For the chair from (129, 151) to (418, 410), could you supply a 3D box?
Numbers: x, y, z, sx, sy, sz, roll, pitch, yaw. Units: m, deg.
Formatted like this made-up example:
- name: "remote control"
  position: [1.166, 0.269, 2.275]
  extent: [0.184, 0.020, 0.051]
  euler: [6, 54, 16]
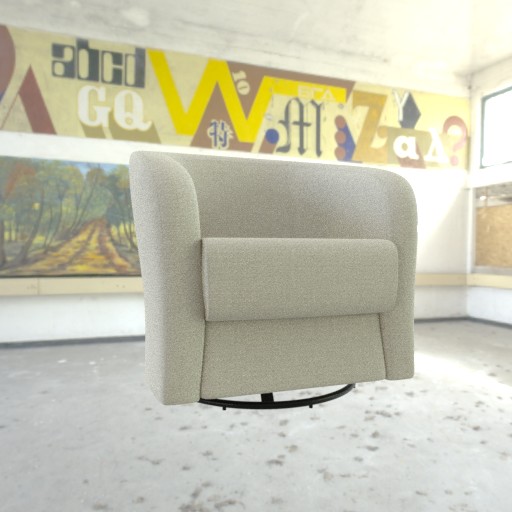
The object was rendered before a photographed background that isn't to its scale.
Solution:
- name: "chair"
  position: [0.000, 0.000, 1.427]
  extent: [0.791, 0.771, 0.815]
  euler: [0, 1, -19]
